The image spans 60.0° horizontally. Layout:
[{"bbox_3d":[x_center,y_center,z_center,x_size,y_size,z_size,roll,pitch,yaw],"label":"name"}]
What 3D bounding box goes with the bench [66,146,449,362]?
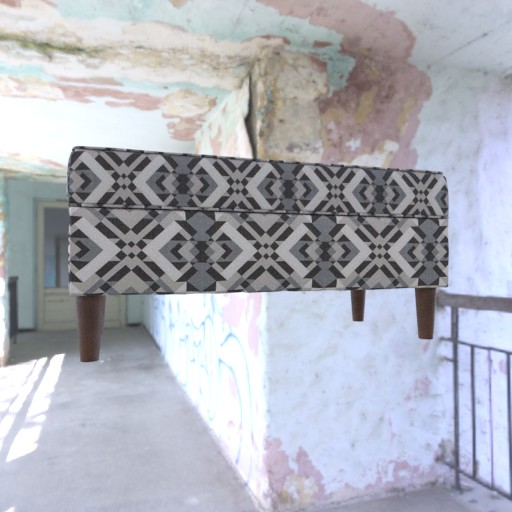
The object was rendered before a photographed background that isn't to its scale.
[{"bbox_3d":[0.000,0.000,1.325,1.016,0.477,0.492,0,0,-18],"label":"bench"}]
